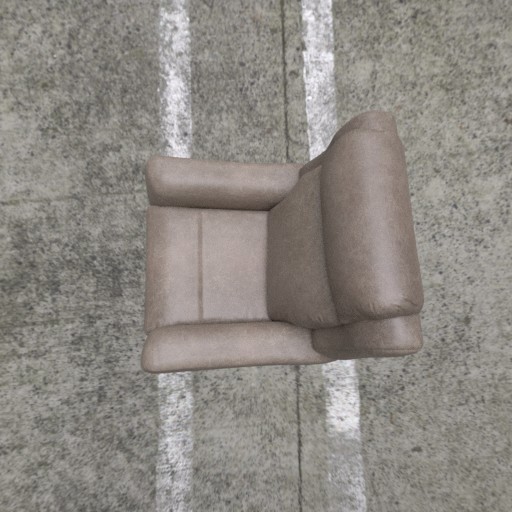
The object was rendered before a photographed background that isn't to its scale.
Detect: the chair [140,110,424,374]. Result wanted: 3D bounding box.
[{"bbox_3d":[0.000,0.000,1.942,1.068,1.116,0.967,-2,77,0],"label":"chair"}]
